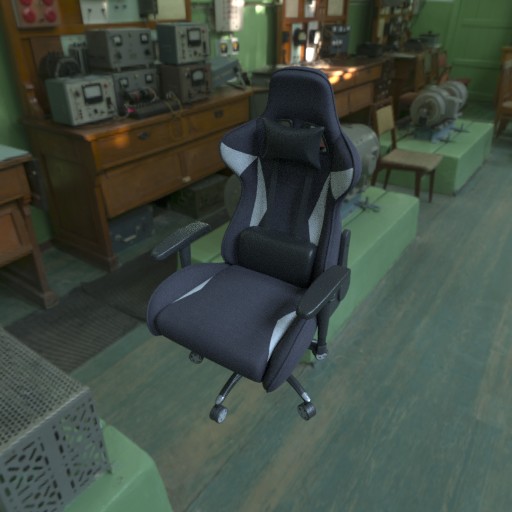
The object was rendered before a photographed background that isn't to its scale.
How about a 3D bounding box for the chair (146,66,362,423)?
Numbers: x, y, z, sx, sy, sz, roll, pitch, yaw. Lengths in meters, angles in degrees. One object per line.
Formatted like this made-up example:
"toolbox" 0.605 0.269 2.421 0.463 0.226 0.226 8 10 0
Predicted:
"chair" 0.000 0.000 1.719 0.730 1.300 0.695 19 35 29
